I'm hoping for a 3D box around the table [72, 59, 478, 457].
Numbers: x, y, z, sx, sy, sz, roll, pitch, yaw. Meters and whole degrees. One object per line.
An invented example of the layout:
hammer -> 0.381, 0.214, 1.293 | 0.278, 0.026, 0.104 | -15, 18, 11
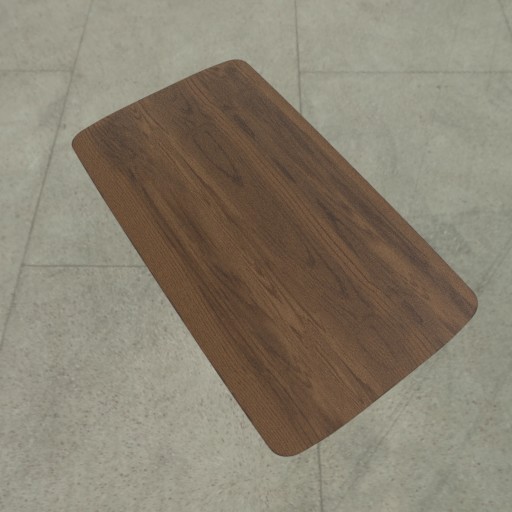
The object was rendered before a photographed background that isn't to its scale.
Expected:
table -> 0.000, 0.000, 2.130 | 0.949, 0.765, 1.643 | -32, 68, -15
